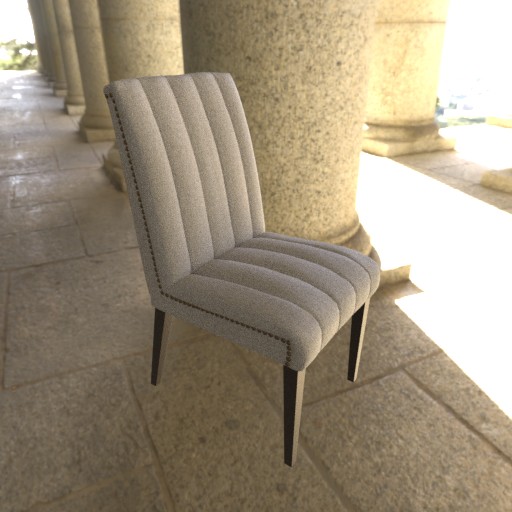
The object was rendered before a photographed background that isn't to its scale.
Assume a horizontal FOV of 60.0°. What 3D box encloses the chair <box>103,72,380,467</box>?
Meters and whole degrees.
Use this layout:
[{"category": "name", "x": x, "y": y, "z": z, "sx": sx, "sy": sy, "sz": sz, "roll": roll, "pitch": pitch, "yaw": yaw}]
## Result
[{"category": "chair", "x": 0.000, "y": 0.000, "z": 1.364, "sx": 0.647, "sy": 1.016, "sz": 0.511, "roll": 17, "pitch": 31, "yaw": 31}]
